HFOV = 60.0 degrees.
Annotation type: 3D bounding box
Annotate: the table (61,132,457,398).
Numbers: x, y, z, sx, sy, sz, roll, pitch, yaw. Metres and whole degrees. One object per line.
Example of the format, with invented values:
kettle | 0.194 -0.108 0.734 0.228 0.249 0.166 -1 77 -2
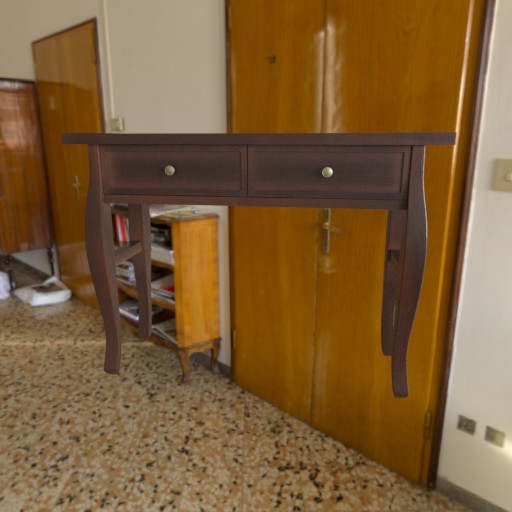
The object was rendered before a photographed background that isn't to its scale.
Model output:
table | 0.000 0.000 1.442 1.062 0.768 0.373 2 15 8
